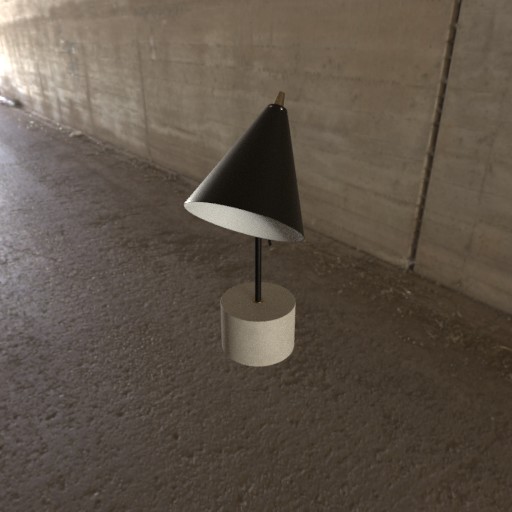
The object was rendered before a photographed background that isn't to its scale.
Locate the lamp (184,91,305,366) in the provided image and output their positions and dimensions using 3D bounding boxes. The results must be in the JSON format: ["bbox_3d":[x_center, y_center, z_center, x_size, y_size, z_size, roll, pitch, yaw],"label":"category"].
[{"bbox_3d":[0.000,0.000,0.725,0.214,0.518,0.403,8,27,16],"label":"lamp"}]
